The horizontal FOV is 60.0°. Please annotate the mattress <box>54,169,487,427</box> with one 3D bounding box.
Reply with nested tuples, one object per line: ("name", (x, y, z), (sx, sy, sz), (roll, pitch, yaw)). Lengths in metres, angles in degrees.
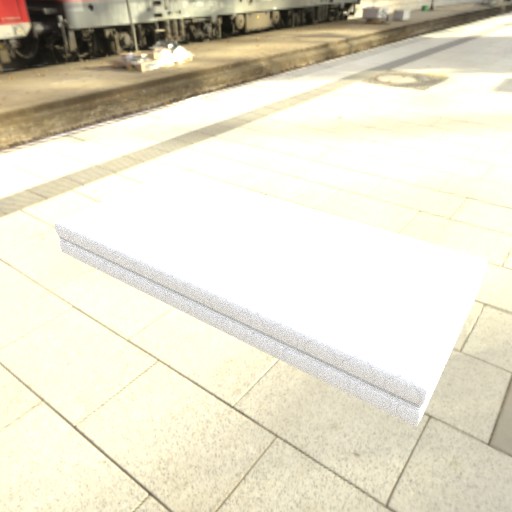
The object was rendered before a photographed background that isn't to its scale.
("mattress", (0.000, 0.000, 2.163), (1.900, 0.200, 0.900), (21, 38, 29))
